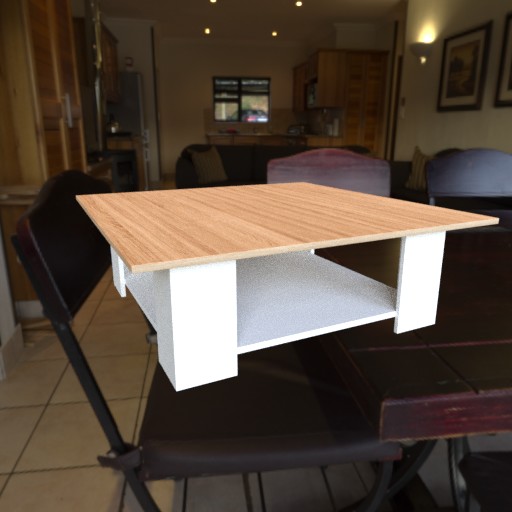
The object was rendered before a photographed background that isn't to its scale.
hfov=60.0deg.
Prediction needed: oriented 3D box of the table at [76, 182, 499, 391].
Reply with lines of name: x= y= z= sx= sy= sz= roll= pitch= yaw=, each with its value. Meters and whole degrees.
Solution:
table: x=0.000 y=0.000 z=1.320 sx=0.890 sy=0.305 sz=0.890 roll=-8 pitch=18 yaw=-26
